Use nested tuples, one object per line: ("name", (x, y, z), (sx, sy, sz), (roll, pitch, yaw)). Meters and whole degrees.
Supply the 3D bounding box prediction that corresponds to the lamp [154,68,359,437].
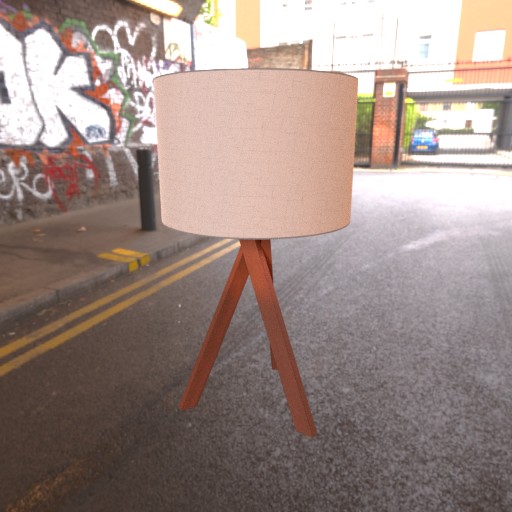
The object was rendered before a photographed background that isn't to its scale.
("lamp", (0.000, 0.000, 0.933), (0.380, 0.686, 0.380), (-8, 17, -26))
